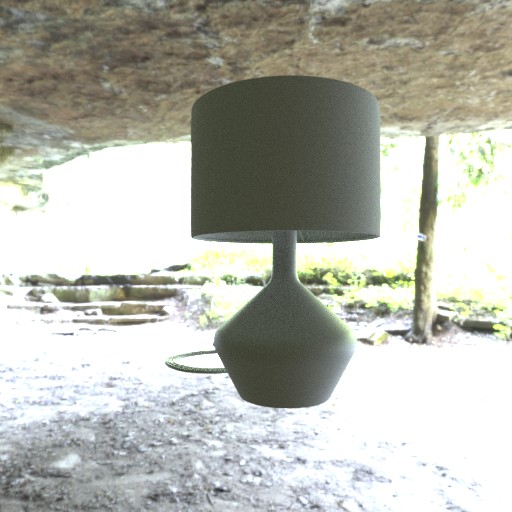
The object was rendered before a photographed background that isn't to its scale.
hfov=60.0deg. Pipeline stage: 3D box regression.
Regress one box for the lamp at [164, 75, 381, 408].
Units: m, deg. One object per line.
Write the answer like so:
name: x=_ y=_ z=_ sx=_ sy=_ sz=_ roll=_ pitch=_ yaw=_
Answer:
lamp: x=0.000 y=0.000 z=0.846 sx=0.401 sy=0.457 sz=0.546 roll=0 pitch=-2 yaw=1
